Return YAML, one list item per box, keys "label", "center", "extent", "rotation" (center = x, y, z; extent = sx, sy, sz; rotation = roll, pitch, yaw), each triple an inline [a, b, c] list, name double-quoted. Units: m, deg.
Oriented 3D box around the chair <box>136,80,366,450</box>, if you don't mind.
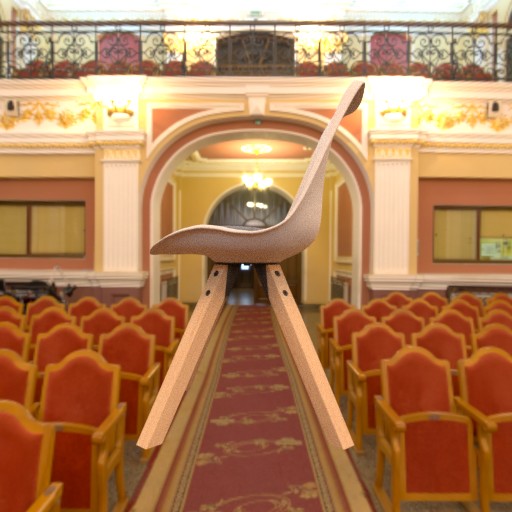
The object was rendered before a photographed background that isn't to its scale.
- label: "chair"
  center: [0.000, 0.000, 1.190]
  extent: [0.550, 0.850, 0.485]
  rotation: [0, 0, 0]
